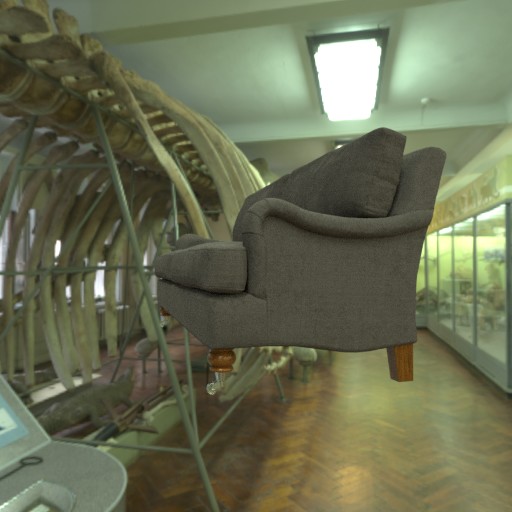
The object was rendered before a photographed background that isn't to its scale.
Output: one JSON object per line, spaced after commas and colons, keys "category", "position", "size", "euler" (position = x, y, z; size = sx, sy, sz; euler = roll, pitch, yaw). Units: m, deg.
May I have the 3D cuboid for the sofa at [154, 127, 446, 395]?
{"category": "sofa", "position": [0.000, 0.000, 2.735], "size": [1.086, 1.087, 2.165], "euler": [0, -1, -18]}
